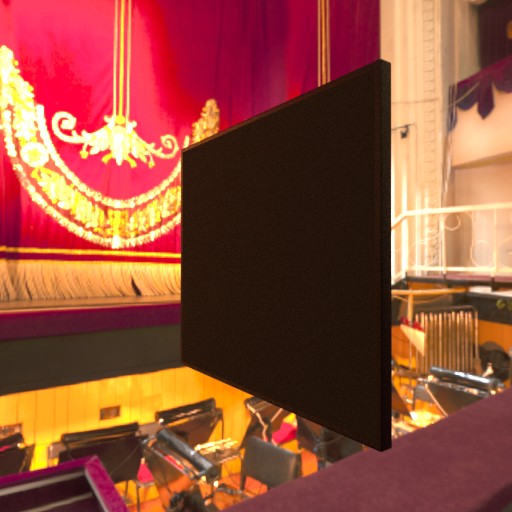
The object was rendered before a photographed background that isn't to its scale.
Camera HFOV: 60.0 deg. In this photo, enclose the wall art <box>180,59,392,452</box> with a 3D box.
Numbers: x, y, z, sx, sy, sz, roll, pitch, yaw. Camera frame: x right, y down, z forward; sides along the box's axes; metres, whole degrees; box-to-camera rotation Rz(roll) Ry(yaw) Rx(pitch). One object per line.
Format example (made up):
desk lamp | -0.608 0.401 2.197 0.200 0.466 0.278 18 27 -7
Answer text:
wall art | 0.000 0.000 0.723 0.018 0.450 0.521 0 0 -35
